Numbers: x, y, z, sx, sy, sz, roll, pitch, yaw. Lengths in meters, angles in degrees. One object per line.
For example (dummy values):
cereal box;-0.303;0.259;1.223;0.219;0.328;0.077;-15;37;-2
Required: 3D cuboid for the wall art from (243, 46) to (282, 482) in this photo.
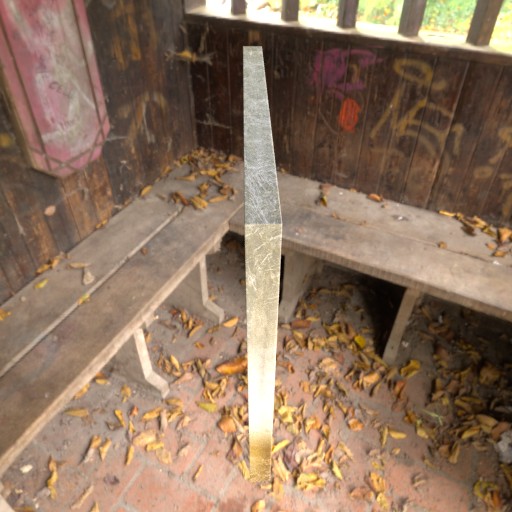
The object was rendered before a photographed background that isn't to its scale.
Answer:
wall art;0.000;0.000;0.877;0.038;0.610;0.610;-1;41;-1
